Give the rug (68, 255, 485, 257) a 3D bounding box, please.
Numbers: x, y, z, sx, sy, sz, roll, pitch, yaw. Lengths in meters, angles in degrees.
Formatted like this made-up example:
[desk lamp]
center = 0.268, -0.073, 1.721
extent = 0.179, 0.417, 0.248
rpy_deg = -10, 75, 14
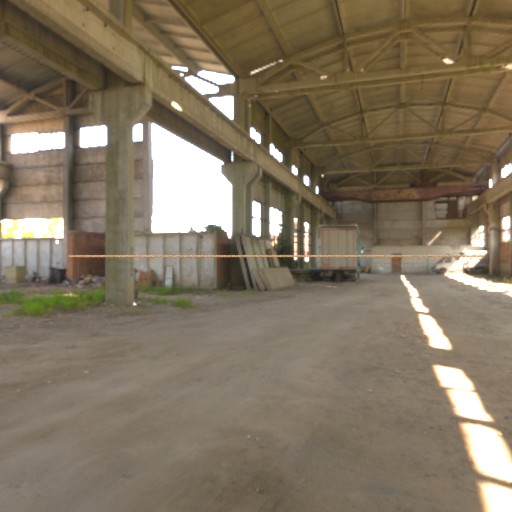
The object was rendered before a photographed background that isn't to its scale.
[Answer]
[rug]
center = 0.000, 0.000, 4.194
extent = 3.048, 0.013, 2.439
rpy_deg = 0, 0, -16
